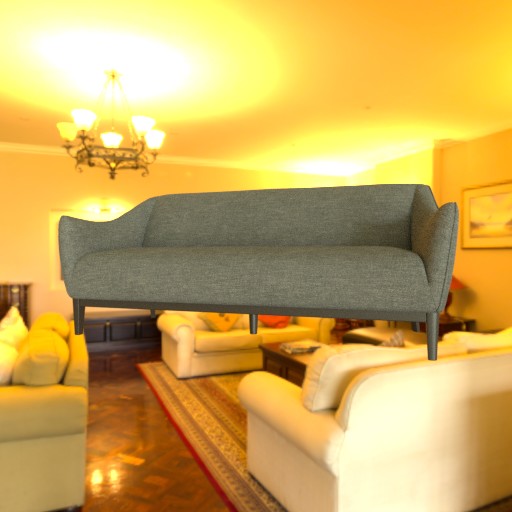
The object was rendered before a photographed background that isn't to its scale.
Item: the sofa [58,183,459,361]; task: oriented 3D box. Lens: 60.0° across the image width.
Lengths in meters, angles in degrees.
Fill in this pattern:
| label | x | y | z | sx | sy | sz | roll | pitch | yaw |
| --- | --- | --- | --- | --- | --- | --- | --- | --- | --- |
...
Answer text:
| label | x | y | z | sx | sy | sz | roll | pitch | yaw |
| --- | --- | --- | --- | --- | --- | --- | --- | --- | --- |
| sofa | 0.000 | 0.000 | 2.393 | 1.928 | 0.829 | 0.867 | 0 | 0 | 19 |
